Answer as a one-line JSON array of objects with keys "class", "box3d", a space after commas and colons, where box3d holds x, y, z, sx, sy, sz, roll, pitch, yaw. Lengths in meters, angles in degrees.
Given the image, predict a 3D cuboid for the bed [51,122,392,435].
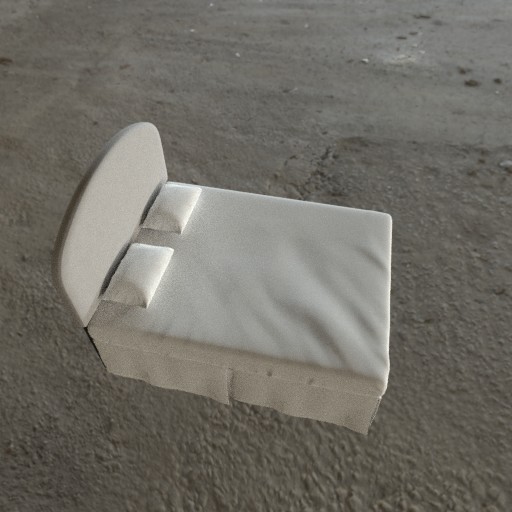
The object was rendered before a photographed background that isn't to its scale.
[{"class": "bed", "box3d": [0.000, 0.000, 3.095, 2.005, 1.410, 1.607, 9, 50, 8]}]
